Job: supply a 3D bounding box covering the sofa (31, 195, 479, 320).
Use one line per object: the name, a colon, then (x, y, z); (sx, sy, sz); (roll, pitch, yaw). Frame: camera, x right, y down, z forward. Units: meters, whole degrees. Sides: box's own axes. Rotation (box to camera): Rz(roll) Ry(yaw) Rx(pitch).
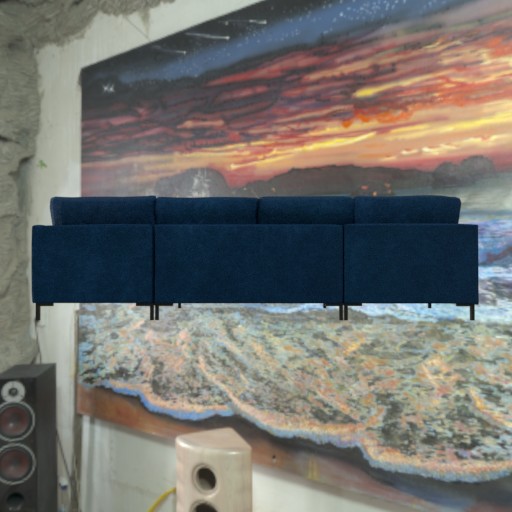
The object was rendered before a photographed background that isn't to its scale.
sofa: (0.000, 0.000, 4.376); (3.434, 0.992, 2.055); (0, 0, 0)
